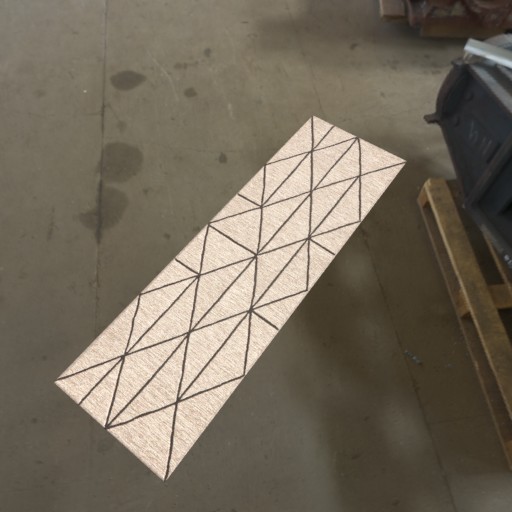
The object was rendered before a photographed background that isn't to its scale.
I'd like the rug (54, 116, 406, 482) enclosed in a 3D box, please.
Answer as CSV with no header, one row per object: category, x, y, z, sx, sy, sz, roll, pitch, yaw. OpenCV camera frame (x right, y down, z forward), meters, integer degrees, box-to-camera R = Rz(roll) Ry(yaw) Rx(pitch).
rug,0.000,0.000,2.646,0.762,0.012,2.438,32,64,18
